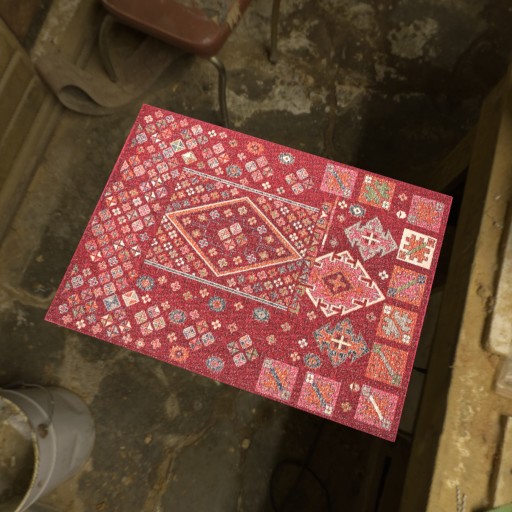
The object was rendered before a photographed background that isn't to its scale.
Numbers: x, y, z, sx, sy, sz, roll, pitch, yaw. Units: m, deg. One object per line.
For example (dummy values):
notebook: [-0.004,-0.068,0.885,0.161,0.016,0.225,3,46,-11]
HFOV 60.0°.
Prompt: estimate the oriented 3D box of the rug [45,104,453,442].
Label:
rug: [0.000,0.000,2.797,2.184,0.007,1.579,18,76,5]
